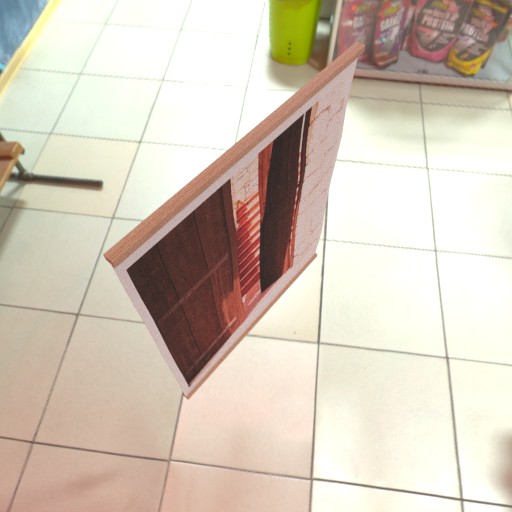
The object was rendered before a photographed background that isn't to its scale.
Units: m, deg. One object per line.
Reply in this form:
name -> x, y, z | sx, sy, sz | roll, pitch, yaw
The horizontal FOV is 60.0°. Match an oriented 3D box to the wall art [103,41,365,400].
wall art -> 0.000, 0.000, 0.688 | 0.013, 0.508, 0.406 | 36, 65, 19
